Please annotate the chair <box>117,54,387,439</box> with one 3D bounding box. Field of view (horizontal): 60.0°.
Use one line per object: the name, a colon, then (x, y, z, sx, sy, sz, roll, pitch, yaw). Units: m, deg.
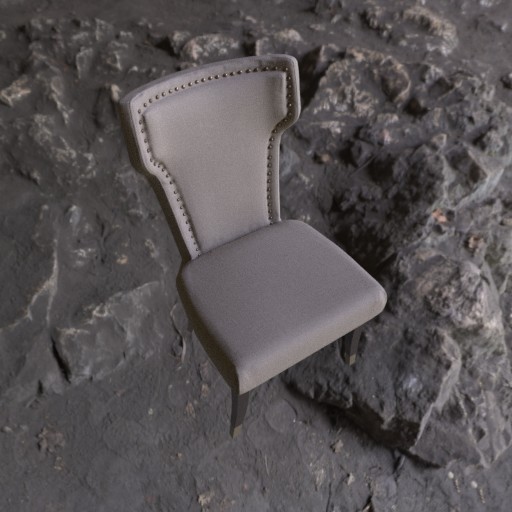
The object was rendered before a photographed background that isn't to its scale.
chair: (0.000, 0.000, 1.333, 0.526, 0.955, 0.630, -25, 51, -22)
